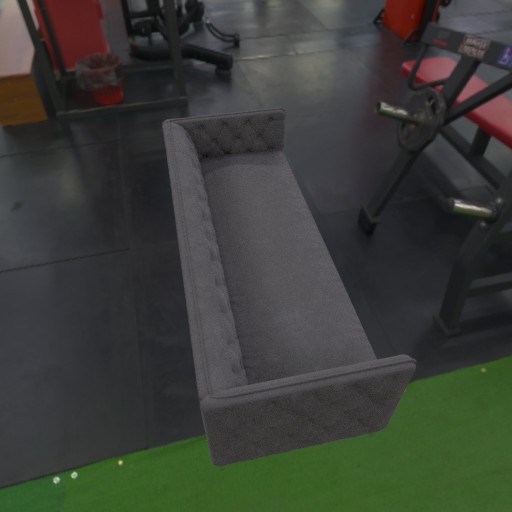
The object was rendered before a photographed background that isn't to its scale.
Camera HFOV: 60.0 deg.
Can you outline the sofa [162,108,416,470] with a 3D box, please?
[{"bbox_3d":[0.000,0.000,2.703,0.895,0.771,2.209,-9,47,-8],"label":"sofa"}]
